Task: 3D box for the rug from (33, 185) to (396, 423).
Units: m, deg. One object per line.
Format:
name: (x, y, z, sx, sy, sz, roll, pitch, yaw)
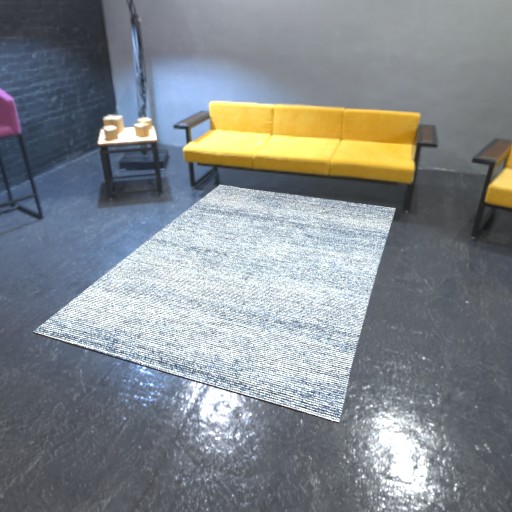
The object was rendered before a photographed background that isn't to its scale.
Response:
rug: (0.000, 0.000, 3.017, 1.624, 0.030, 2.349, 11, 31, 18)
